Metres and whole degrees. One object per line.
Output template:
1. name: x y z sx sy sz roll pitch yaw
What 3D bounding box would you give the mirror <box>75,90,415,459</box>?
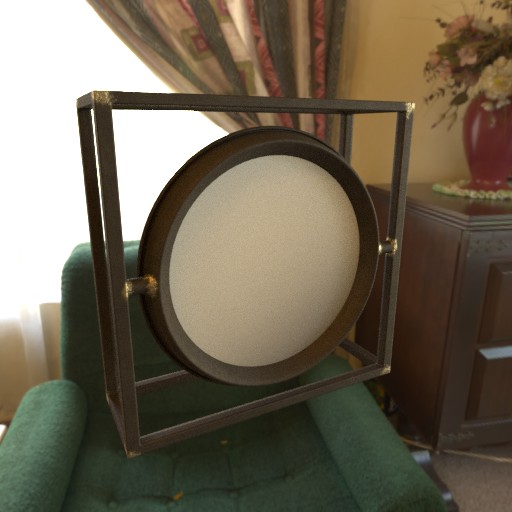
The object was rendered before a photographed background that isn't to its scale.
1. mirror: 0.000 0.000 0.457 0.306 0.303 0.107 -8 18 -27
